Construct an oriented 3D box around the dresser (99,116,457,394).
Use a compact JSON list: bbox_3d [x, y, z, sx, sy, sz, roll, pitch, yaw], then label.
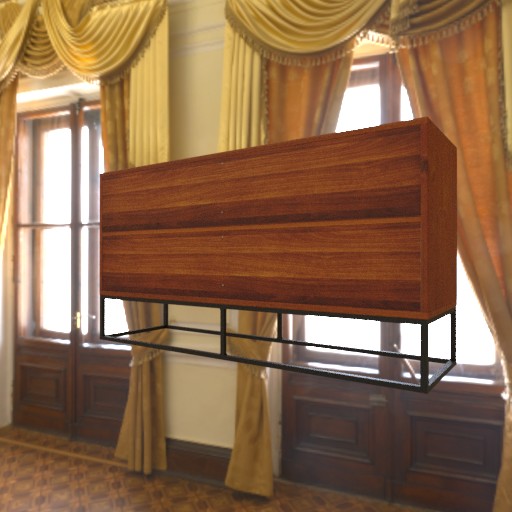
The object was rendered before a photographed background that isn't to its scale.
[{"bbox_3d":[0.000,0.000,1.918,1.536,0.810,0.464,0,0,35],"label":"dresser"}]
